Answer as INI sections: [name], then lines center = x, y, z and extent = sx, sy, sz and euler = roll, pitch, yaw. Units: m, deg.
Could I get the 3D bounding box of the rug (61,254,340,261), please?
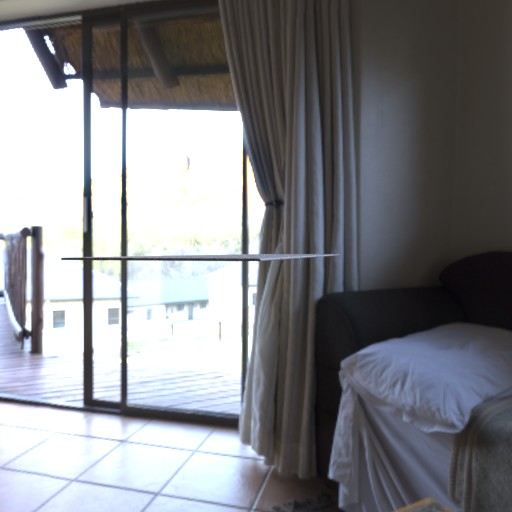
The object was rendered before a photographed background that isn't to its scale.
[rug]
center = 0.000, 0.000, 2.655
extent = 0.750, 0.009, 2.435
euler = 0, 1, 16
